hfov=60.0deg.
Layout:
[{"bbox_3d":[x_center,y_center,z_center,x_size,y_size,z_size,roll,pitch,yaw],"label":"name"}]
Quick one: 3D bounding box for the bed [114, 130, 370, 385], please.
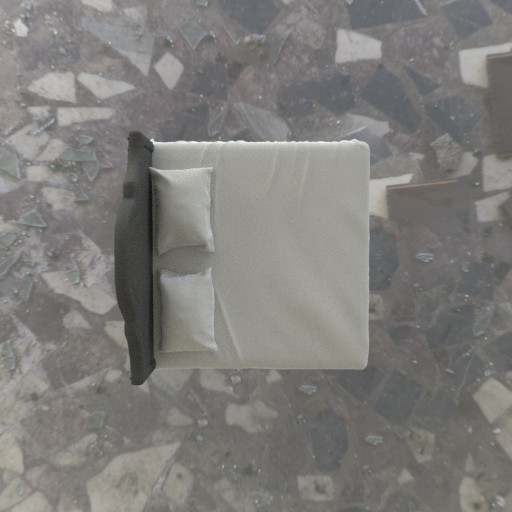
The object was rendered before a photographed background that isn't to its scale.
[{"bbox_3d":[0.000,0.000,3.831,2.222,1.631,2.303,0,92,0],"label":"bed"}]
